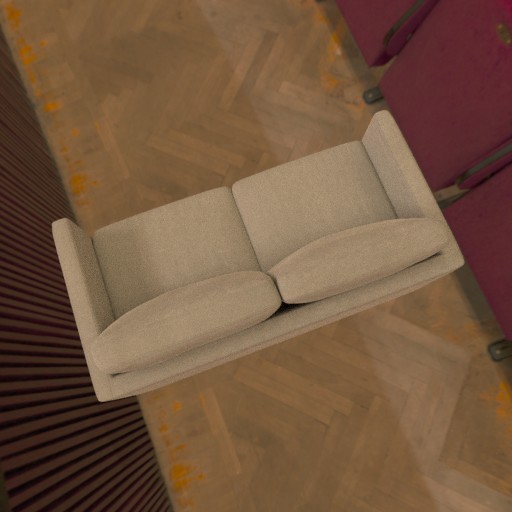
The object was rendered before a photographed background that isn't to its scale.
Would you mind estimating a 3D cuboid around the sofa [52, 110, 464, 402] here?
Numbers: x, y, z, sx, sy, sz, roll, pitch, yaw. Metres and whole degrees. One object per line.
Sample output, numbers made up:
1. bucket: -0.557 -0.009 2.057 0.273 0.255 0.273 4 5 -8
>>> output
1. sofa: 0.000 0.000 2.450 1.884 0.963 0.950 -20 77 -5
